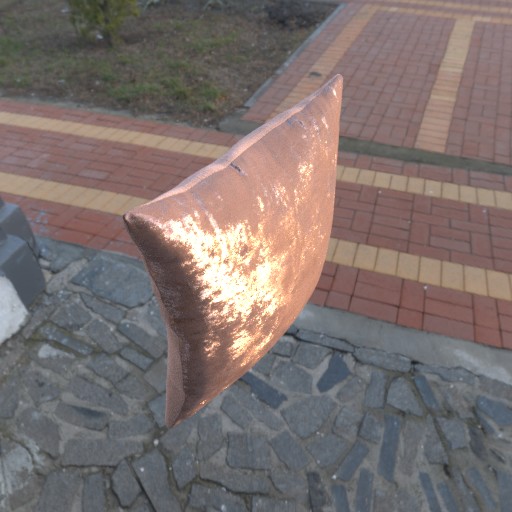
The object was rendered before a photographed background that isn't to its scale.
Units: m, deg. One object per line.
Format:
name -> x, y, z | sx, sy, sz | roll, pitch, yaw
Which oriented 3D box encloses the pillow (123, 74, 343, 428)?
pillow -> 0.000, 0.000, 0.729 | 0.175, 0.464, 0.470 | 26, 48, 26
